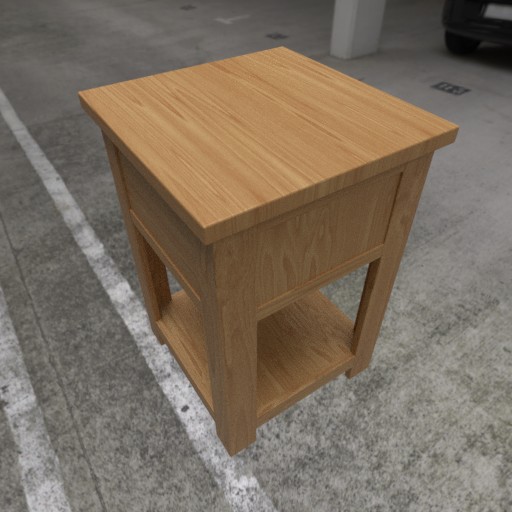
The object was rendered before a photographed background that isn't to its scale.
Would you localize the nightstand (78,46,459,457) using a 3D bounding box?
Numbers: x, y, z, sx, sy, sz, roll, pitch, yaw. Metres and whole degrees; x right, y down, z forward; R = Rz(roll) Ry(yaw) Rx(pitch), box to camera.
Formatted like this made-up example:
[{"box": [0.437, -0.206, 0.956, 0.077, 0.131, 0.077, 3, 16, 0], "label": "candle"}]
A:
[{"box": [0.000, 0.000, 0.885, 0.418, 0.614, 0.428, -24, 48, -24], "label": "nightstand"}]
